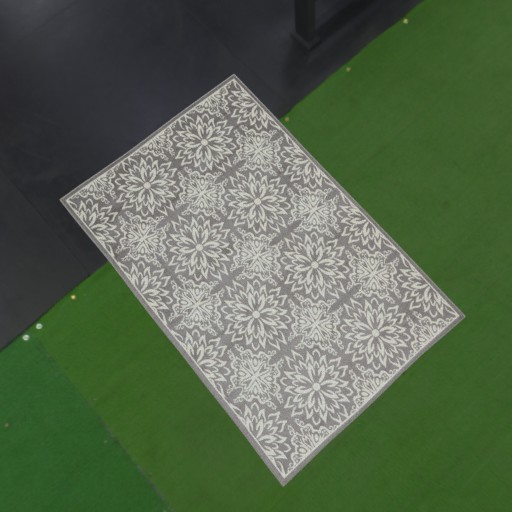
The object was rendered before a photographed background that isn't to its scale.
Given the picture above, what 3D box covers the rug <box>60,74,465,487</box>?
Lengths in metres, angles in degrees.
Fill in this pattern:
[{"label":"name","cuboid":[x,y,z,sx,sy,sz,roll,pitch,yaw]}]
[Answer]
[{"label":"rug","cuboid":[0.000,0.000,2.317,1.224,0.012,1.847,-39,79,-9]}]
